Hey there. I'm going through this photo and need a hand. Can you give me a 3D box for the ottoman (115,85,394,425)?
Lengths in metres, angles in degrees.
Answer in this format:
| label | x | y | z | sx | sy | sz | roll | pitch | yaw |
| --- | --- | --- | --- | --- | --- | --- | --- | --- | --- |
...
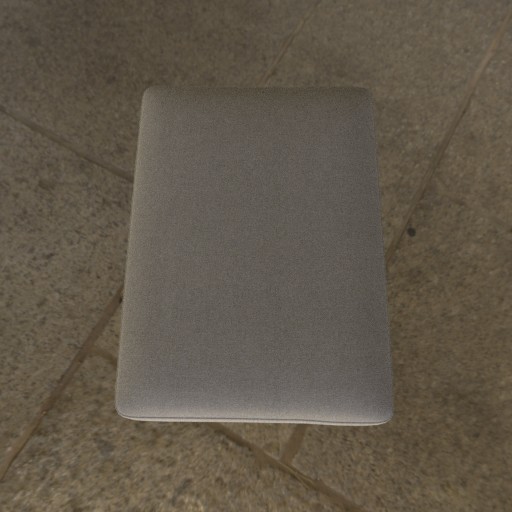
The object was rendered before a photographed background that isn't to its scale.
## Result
| label | x | y | z | sx | sy | sz | roll | pitch | yaw |
| --- | --- | --- | --- | --- | --- | --- | --- | --- | --- |
| ottoman | 0.000 | 0.000 | 1.077 | 0.549 | 0.428 | 0.749 | 1 | 74 | 0 |
